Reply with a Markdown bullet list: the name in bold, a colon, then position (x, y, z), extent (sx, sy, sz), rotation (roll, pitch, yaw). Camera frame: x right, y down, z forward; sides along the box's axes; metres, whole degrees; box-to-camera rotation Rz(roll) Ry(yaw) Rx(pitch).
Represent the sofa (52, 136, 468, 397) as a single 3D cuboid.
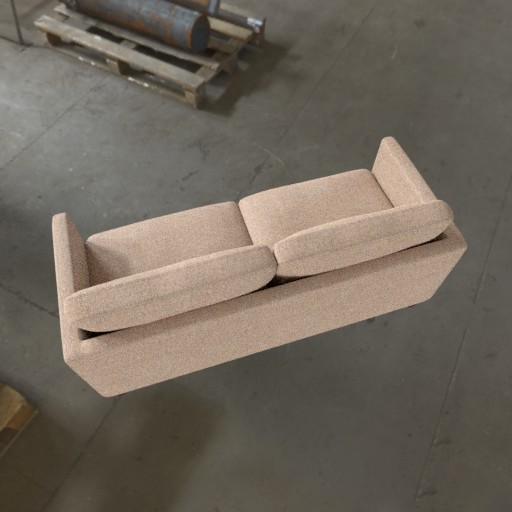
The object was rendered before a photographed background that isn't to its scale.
- **sofa**: position (0.000, 0.000, 2.724), extent (2.208, 0.965, 0.951), rotation (-15, 59, -9)
